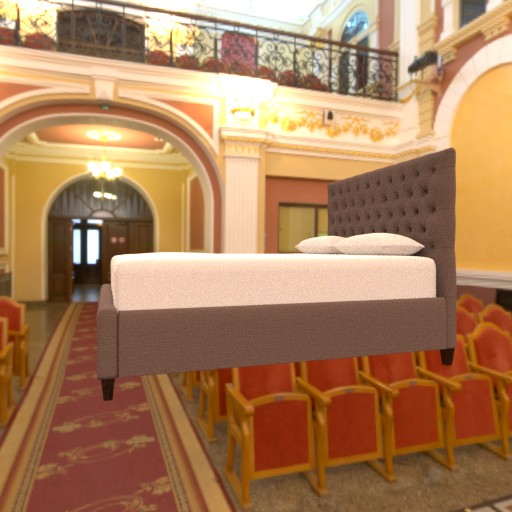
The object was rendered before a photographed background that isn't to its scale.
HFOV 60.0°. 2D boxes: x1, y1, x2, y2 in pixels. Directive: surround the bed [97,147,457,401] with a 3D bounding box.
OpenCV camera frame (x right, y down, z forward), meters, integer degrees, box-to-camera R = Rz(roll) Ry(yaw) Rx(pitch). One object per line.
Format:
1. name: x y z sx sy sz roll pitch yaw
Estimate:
1. bed: 0.000 0.000 3.335 2.233 1.426 1.696 0 1 -19
